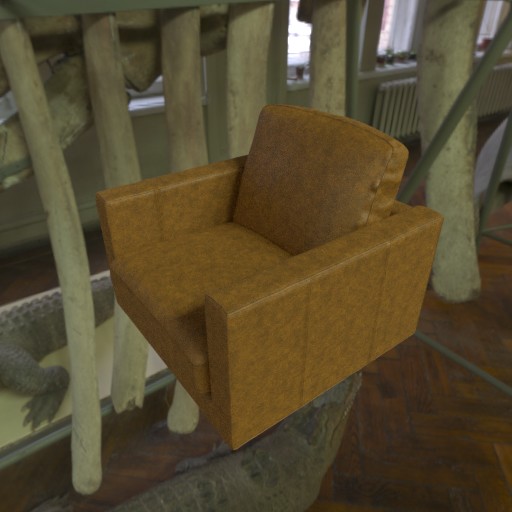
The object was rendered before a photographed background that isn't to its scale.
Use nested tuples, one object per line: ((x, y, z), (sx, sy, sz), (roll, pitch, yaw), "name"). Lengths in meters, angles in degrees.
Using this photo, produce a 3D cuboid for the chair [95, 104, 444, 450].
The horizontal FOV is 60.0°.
((0.000, 0.000, 1.653), (0.909, 0.956, 0.890), (-22, 38, -31), "chair")
